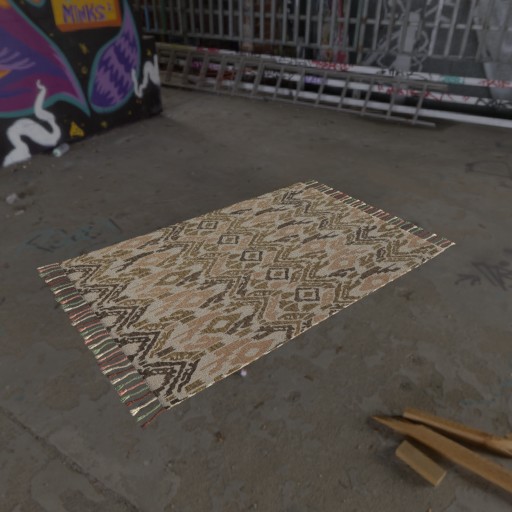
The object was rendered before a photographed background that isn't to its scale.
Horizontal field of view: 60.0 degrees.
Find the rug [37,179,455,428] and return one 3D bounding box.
[{"bbox_3d":[0.000,0.000,2.993,2.438,0.008,1.524,-23,39,-31],"label":"rug"}]
